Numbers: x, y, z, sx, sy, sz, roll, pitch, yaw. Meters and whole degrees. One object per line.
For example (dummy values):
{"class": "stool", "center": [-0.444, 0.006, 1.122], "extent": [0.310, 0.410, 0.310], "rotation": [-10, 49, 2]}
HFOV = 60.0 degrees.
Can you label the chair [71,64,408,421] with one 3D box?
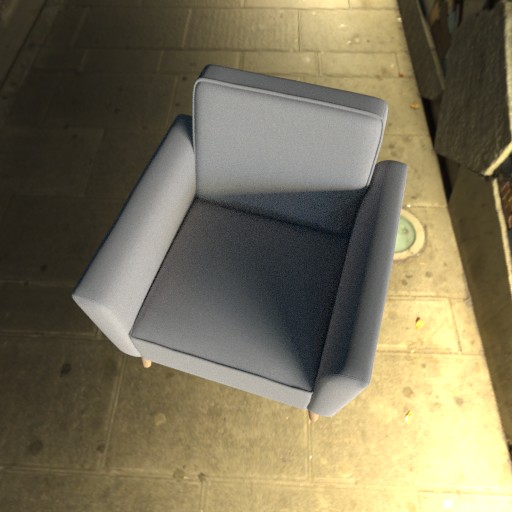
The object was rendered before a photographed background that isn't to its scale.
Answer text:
{"class": "chair", "center": [0.000, 0.000, 1.411], "extent": [0.780, 0.780, 0.750], "rotation": [15, 60, 9]}
